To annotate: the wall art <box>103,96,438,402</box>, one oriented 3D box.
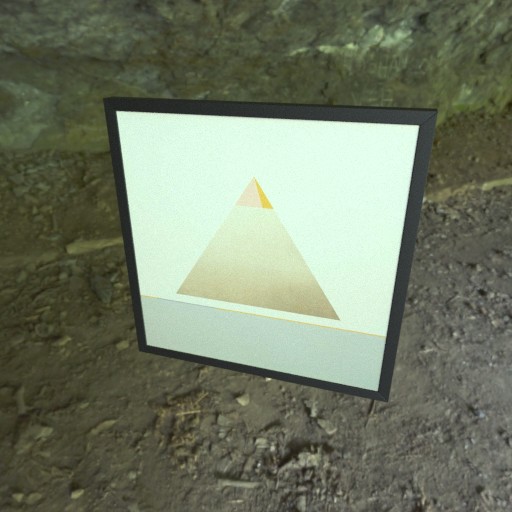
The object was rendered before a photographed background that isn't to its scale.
[{"bbox_3d":[0.000,0.000,0.777,0.513,0.511,0.028,8,27,15],"label":"wall art"}]
